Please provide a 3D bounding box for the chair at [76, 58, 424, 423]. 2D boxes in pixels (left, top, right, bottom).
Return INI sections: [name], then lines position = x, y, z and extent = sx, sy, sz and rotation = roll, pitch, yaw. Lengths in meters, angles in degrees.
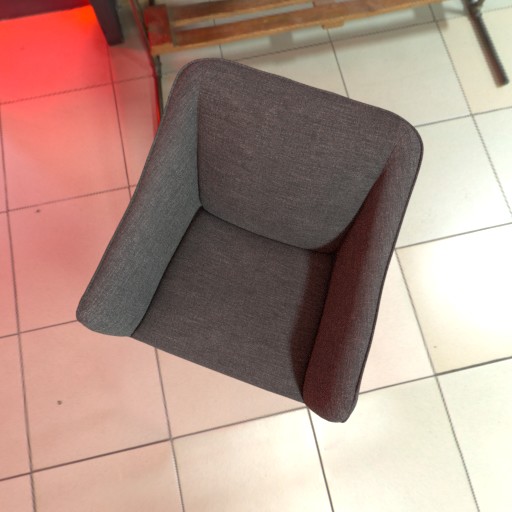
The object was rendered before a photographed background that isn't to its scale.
[chair]
position = 0.000, 0.000, 1.541
extent = 0.870, 0.829, 0.851
rotation = 20, 77, 5
